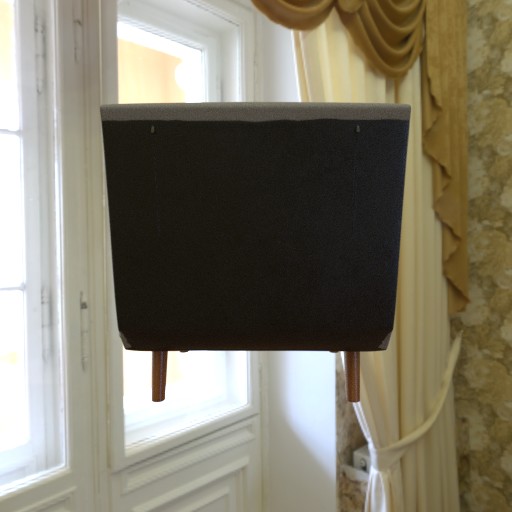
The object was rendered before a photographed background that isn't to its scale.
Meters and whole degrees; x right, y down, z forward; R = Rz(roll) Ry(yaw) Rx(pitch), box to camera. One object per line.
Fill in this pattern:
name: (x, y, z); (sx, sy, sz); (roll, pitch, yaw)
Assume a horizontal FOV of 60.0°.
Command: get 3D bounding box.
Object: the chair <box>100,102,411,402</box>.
chair: (0.000, 0.000, 1.516); (0.770, 0.808, 0.902); (0, 2, 0)
